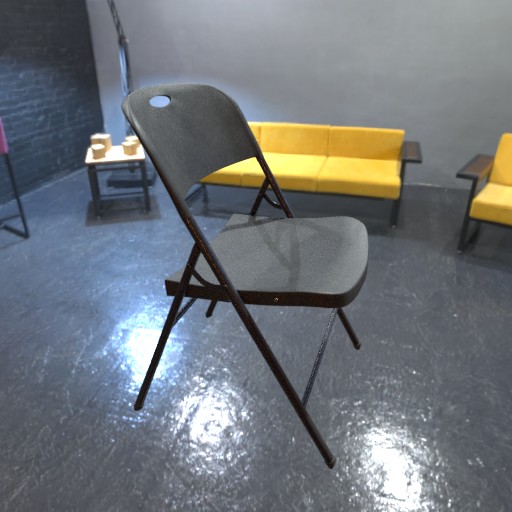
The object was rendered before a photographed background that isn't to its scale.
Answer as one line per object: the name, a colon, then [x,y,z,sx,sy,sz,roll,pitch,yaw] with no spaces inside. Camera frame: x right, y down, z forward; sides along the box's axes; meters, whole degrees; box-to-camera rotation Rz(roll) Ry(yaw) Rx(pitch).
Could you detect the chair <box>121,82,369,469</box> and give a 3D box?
chair: [0.000,0.000,1.154,0.566,0.810,0.494,9,29,17]
